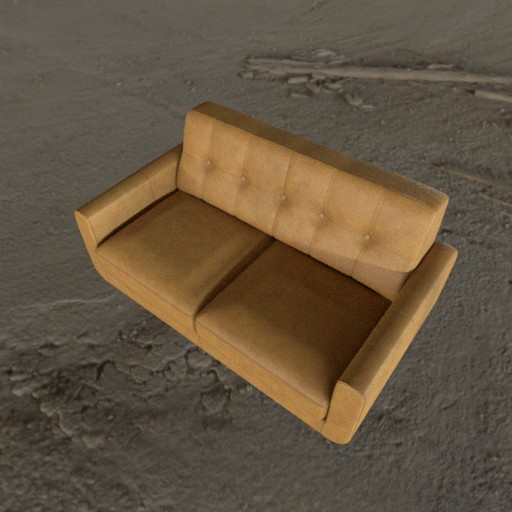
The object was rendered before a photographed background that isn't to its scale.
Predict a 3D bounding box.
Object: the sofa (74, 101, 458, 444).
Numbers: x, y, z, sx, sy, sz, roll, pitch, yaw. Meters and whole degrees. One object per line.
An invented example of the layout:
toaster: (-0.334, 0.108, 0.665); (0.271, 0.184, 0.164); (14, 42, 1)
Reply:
sofa: (0.000, 0.000, 2.247); (1.651, 0.925, 0.952); (29, 53, 25)
